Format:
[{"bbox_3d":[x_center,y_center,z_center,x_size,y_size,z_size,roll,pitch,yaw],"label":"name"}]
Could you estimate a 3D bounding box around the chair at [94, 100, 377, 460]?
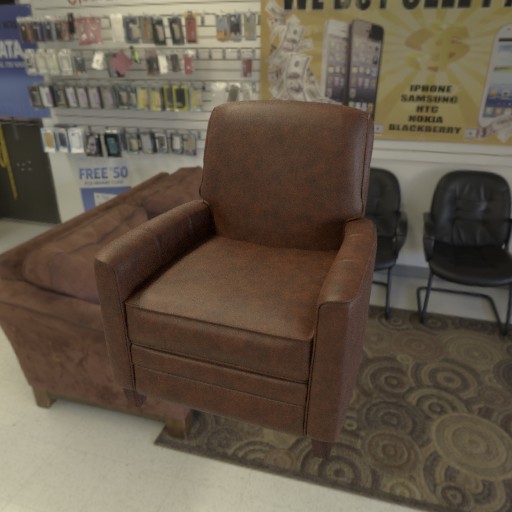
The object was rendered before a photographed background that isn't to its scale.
[{"bbox_3d":[0.000,0.000,1.622,0.839,1.010,0.850,8,26,17],"label":"chair"}]
